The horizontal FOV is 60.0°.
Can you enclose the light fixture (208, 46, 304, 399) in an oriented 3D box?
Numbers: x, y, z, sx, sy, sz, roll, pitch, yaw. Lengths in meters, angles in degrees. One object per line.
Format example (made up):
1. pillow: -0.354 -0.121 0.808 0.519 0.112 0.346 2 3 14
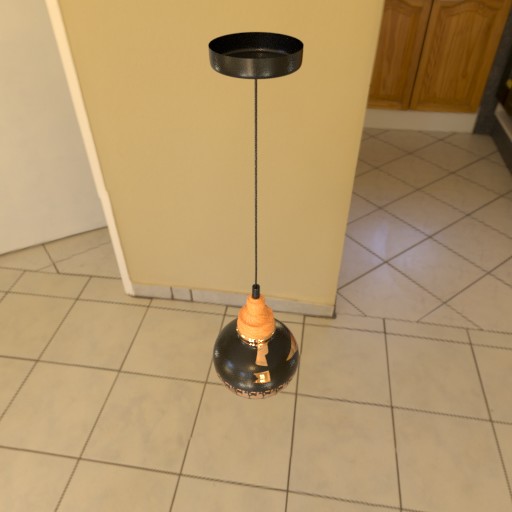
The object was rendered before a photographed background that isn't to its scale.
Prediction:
1. light fixture: 0.000 0.000 1.802 0.430 1.606 0.430 -1 40 -1
